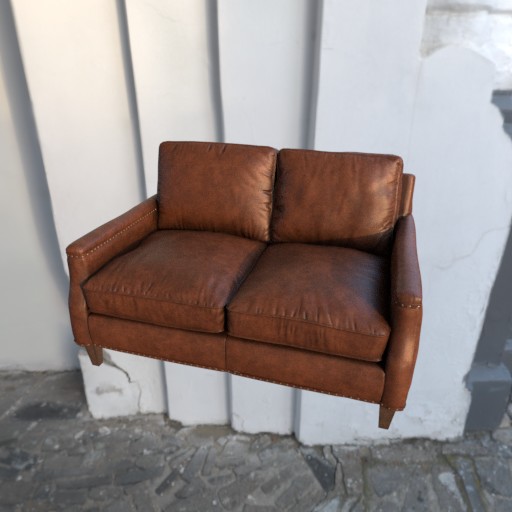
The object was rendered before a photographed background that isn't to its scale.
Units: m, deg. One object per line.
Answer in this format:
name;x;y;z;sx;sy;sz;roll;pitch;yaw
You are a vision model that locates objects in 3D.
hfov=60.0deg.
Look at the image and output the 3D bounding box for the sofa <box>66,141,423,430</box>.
sofa;0.000;0.000;2.309;1.628;1.003;1.083;7;27;15
